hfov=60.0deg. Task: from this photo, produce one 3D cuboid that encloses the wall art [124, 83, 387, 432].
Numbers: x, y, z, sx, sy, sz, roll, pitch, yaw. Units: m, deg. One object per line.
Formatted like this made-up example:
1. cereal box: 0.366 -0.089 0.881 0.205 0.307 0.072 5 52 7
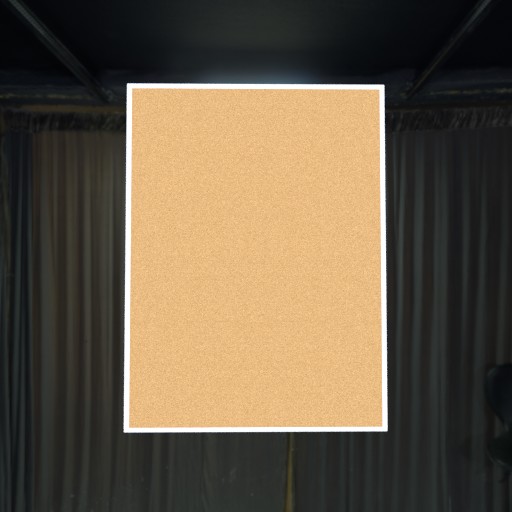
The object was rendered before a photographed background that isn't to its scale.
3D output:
1. wall art: 0.000 0.000 1.577 0.914 1.221 0.046 0 -2 -1
